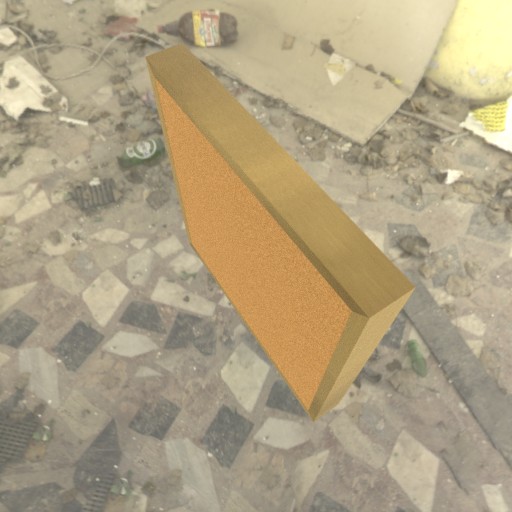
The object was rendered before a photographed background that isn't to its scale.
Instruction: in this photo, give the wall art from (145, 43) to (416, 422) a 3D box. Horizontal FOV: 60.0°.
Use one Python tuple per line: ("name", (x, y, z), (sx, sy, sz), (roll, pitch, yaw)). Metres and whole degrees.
("wall art", (0.000, 0.000, 0.467), (0.038, 0.305, 0.304), (-29, 63, -17))
